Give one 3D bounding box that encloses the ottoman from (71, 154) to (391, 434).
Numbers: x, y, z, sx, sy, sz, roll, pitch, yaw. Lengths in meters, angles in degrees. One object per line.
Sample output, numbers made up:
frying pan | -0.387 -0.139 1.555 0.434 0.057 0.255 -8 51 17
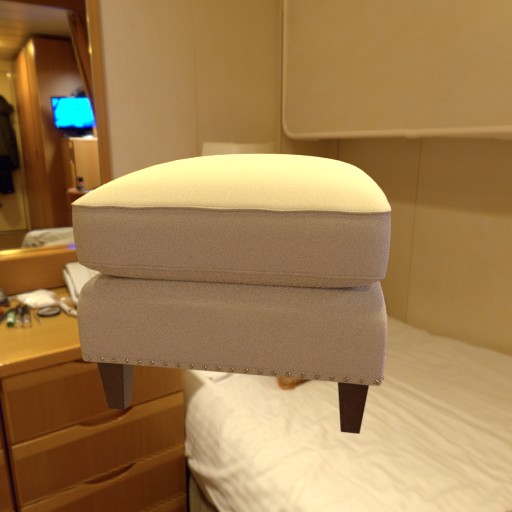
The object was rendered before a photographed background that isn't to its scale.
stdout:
ottoman | 0.000 0.000 1.143 0.584 0.513 0.741 2 14 9
